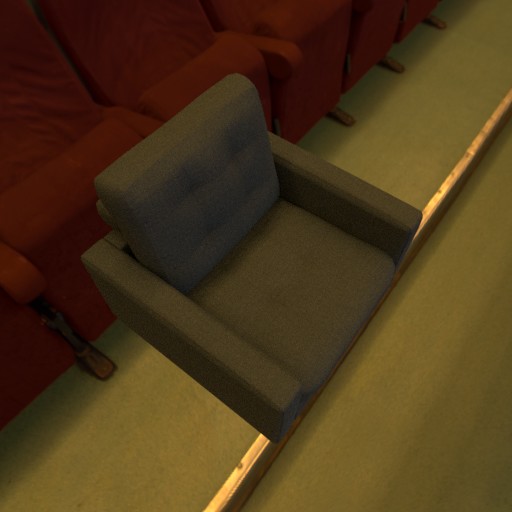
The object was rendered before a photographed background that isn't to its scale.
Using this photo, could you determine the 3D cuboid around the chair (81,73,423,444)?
[{"bbox_3d":[0.000,0.000,1.527,0.843,0.880,0.821,33,63,19],"label":"chair"}]
